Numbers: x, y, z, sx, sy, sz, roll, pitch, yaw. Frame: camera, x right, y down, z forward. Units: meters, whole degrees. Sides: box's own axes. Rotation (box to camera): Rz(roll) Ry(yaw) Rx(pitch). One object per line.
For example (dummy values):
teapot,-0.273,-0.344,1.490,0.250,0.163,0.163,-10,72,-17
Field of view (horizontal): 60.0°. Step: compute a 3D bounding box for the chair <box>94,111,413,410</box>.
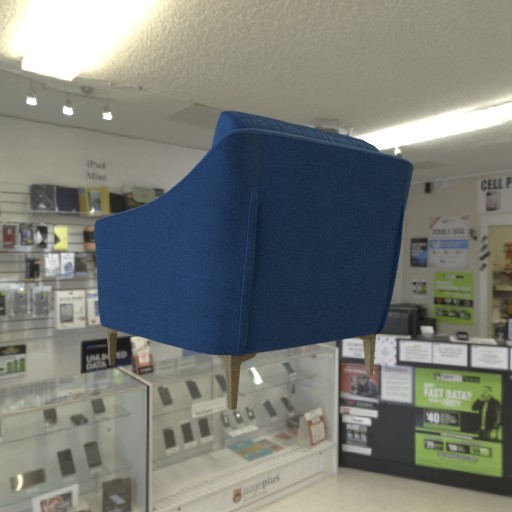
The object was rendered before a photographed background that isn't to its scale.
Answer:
chair,0.000,0.000,1.737,0.987,0.899,0.961,0,0,-36
